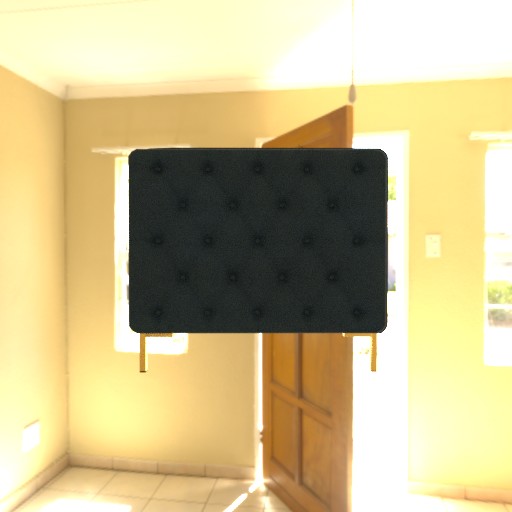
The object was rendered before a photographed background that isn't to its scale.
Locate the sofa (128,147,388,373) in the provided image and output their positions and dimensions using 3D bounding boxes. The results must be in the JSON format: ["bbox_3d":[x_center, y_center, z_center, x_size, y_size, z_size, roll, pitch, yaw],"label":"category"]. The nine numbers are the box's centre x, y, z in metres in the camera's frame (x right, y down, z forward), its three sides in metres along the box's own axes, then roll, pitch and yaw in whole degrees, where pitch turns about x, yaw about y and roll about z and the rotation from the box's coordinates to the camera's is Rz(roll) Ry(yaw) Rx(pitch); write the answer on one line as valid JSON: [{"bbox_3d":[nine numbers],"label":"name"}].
[{"bbox_3d":[0.000,0.000,2.562,0.895,0.771,2.209,0,1,0],"label":"sofa"}]
